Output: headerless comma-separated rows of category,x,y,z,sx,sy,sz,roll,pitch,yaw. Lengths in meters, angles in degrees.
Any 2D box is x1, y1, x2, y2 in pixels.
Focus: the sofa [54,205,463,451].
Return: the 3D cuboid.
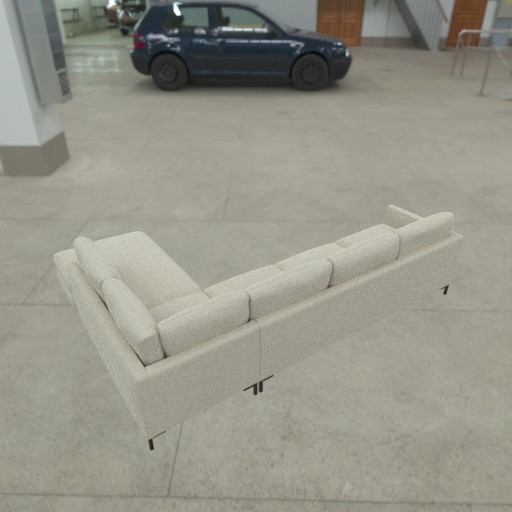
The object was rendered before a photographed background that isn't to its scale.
sofa,0.000,0.000,3.844,2.949,0.815,2.007,-19,36,-29
